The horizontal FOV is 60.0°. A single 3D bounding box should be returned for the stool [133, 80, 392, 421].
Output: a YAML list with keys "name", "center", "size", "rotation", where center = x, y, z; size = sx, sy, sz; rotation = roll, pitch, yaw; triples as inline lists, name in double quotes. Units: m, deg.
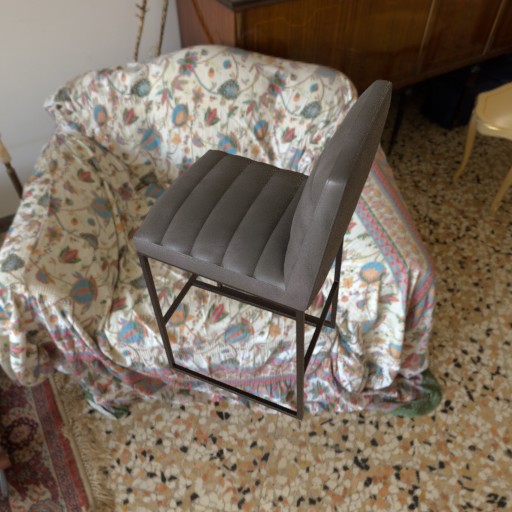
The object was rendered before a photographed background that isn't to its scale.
- name: "stool"
  center: [0.000, 0.000, 1.393]
  size: [0.562, 1.065, 0.463]
  rotation: [17, 49, 15]
